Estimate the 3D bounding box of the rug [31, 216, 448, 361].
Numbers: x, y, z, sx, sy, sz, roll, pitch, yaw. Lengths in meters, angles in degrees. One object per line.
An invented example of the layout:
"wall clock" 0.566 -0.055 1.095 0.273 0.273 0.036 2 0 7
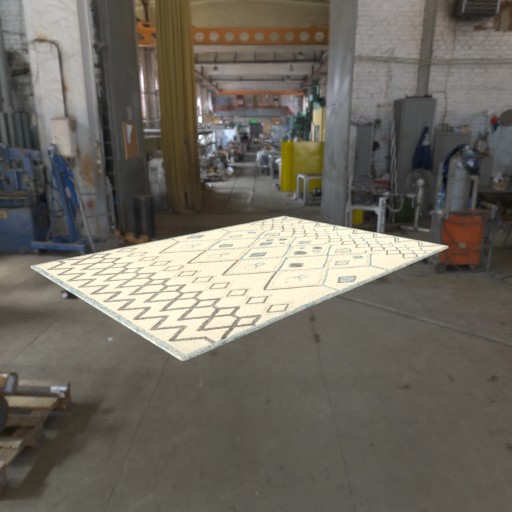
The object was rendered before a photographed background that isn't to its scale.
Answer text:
"rug" 0.000 0.000 2.320 1.820 0.009 1.260 -15 22 -42
